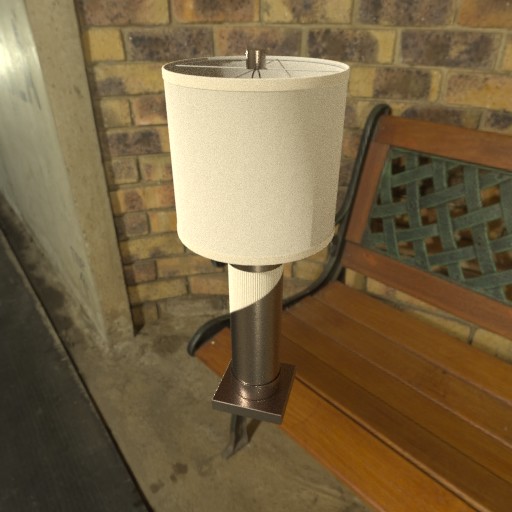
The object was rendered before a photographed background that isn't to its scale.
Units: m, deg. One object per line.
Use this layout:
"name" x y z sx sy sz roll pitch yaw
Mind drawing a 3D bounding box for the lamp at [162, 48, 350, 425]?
"lamp" 0.000 0.000 0.601 0.202 0.509 0.202 8 31 14
